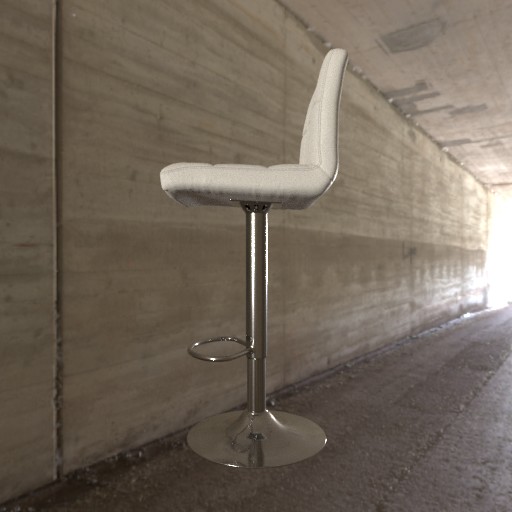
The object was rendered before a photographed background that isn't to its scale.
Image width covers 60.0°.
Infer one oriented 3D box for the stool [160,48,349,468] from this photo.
[{"bbox_3d":[0.000,0.000,1.365,0.505,1.115,0.430,0,0,1],"label":"stool"}]
